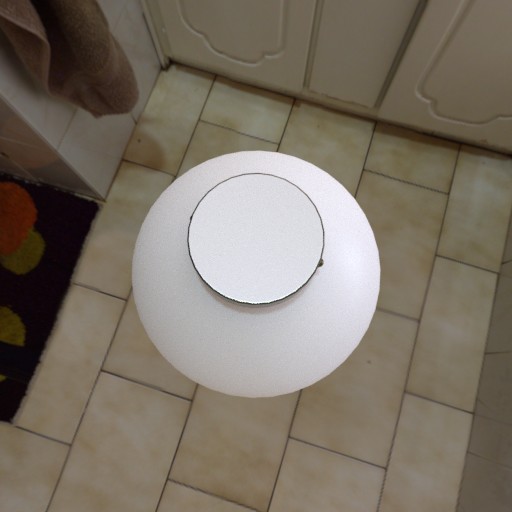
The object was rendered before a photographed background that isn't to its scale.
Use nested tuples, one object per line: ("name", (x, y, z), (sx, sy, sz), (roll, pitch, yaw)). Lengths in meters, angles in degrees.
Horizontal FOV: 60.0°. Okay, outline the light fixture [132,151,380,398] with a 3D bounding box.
("light fixture", (0.000, 0.000, 0.563), (0.355, 0.177, 0.355), (0, 76, 0))
